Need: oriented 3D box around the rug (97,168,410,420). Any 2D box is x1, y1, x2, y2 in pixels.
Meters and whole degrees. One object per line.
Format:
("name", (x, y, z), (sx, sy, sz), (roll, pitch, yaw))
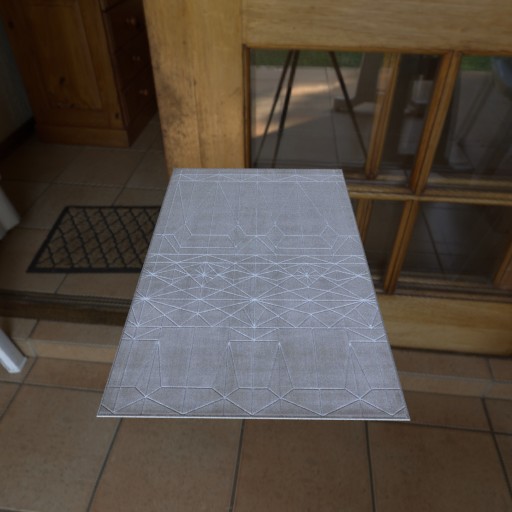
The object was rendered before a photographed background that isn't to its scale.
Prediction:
("rug", (0.000, 0.000, 3.083), (1.524, 0.012, 2.438), (0, 40, 1))
